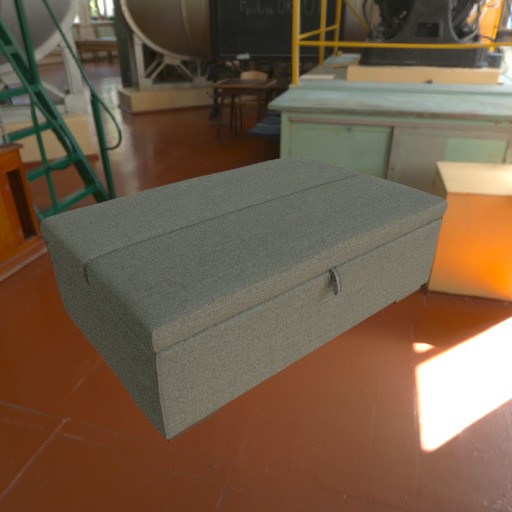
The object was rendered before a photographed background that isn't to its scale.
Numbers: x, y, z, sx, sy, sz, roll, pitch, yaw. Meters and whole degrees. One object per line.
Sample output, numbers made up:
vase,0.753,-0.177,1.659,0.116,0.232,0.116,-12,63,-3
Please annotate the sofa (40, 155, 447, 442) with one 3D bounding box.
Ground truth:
sofa,0.000,0.000,1.654,1.250,0.434,0.817,-22,35,-34
